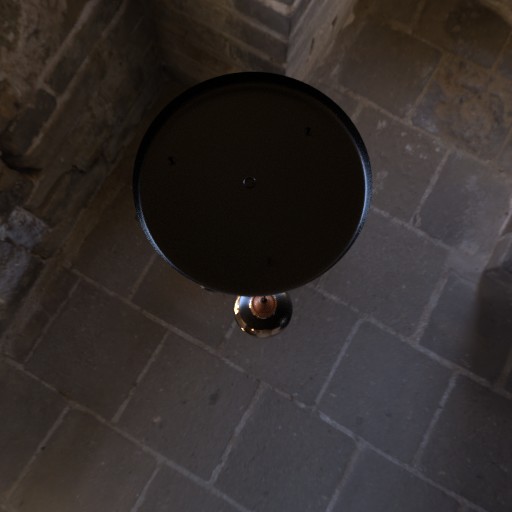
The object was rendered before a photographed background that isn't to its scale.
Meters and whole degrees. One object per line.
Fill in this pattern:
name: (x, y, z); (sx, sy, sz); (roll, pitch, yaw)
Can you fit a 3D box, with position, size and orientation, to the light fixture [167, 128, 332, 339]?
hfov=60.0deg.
light fixture: (0.000, 0.000, 1.710); (0.608, 1.410, 0.605); (-17, 77, -4)
